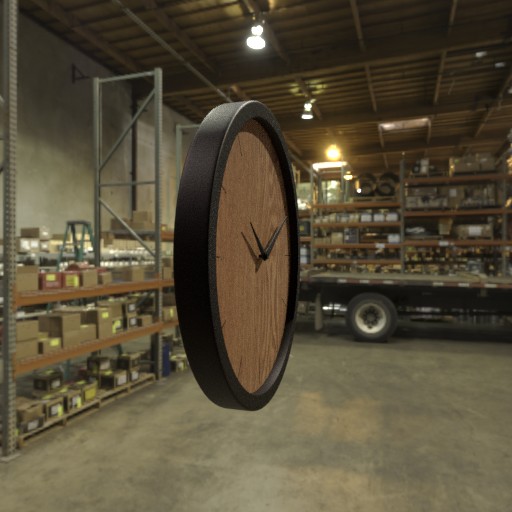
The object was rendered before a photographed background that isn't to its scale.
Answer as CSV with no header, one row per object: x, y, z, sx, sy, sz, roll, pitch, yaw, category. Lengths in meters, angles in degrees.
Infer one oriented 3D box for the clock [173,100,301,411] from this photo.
0.000,0.000,0.475,0.029,0.314,0.314,0,0,18,clock
